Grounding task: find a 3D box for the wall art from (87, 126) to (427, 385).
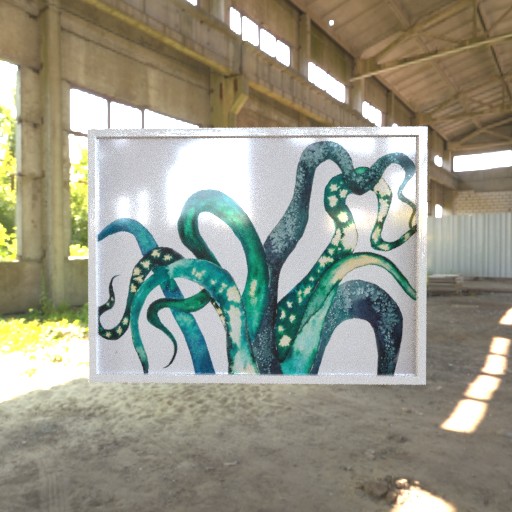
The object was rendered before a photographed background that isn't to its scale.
[{"bbox_3d":[0.000,0.000,1.388,1.041,0.787,0.053,0,1,1],"label":"wall art"}]
